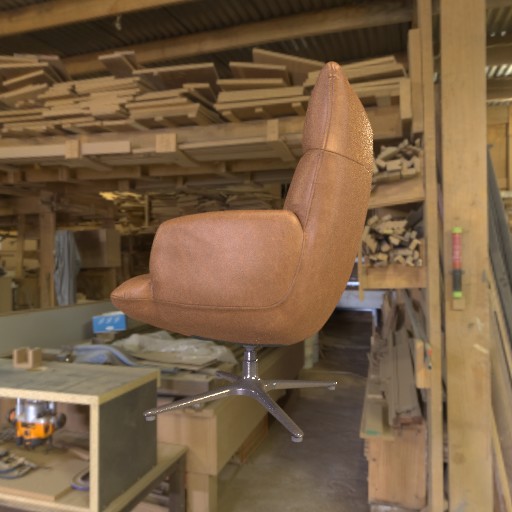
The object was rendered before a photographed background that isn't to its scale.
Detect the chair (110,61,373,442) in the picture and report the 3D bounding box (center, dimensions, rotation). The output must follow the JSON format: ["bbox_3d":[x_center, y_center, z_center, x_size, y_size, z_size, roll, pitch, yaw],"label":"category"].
[{"bbox_3d":[0.000,0.000,1.552,0.794,1.027,0.711,0,-1,20],"label":"chair"}]
